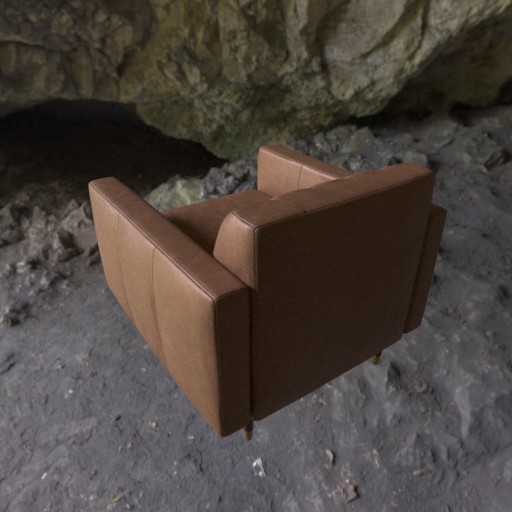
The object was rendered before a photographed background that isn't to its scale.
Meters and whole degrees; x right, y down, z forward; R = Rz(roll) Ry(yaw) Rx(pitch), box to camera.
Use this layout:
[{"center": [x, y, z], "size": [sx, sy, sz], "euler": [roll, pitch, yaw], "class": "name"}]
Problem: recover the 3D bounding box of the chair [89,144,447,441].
[{"center": [0.000, 0.000, 1.692], "size": [0.953, 0.819, 0.998], "euler": [-19, 35, -30], "class": "chair"}]
